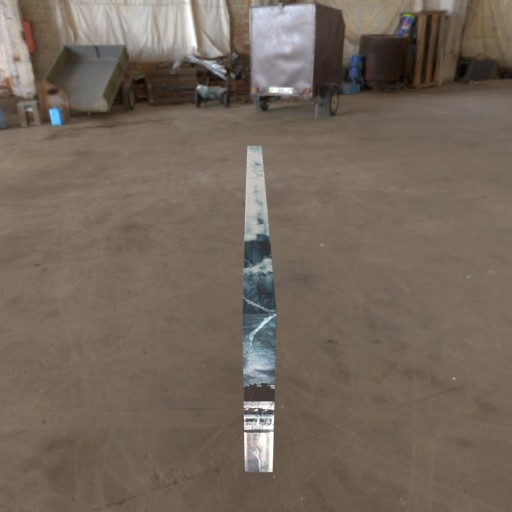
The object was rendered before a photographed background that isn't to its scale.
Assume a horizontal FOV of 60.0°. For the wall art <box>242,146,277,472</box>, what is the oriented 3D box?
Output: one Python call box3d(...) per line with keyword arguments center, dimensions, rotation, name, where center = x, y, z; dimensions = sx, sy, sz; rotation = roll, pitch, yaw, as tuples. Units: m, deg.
box3d(center=(0.000, 0.000, 0.864), dimensions=(0.037, 0.251, 0.759), rotation=(0, 27, -1), name="wall art")
